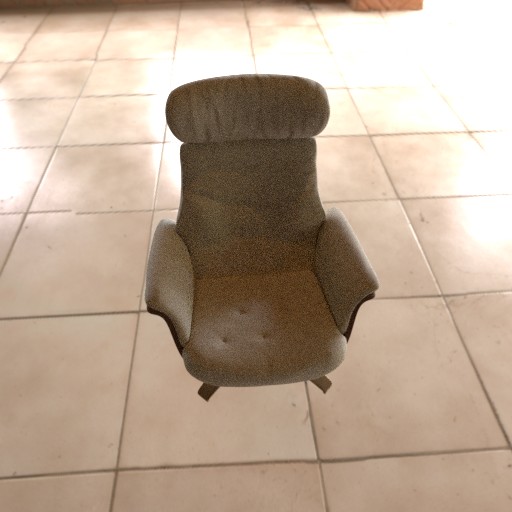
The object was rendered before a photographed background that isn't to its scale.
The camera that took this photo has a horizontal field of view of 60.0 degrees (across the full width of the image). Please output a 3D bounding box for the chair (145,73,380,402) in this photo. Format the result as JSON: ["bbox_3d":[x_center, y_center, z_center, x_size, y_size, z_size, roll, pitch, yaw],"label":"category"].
[{"bbox_3d":[0.000,0.000,1.590,0.785,0.995,0.837,-4,46,-3],"label":"chair"}]
